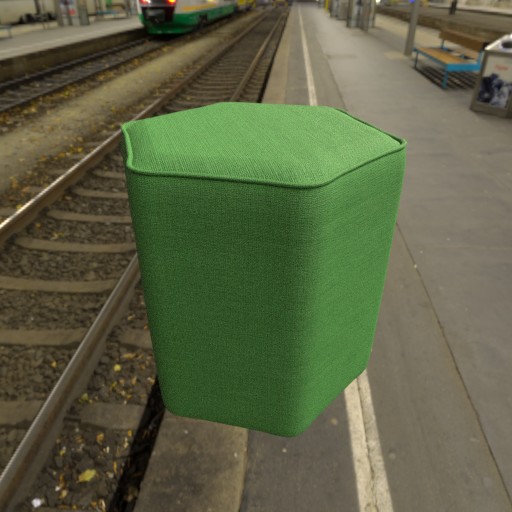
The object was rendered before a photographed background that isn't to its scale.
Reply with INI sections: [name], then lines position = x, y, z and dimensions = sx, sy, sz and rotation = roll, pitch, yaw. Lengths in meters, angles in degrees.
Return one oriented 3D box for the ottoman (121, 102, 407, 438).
[ottoman]
position = 0.000, 0.000, 0.871
dimensions = 0.444, 0.507, 0.499
rotation = -9, 32, -14
